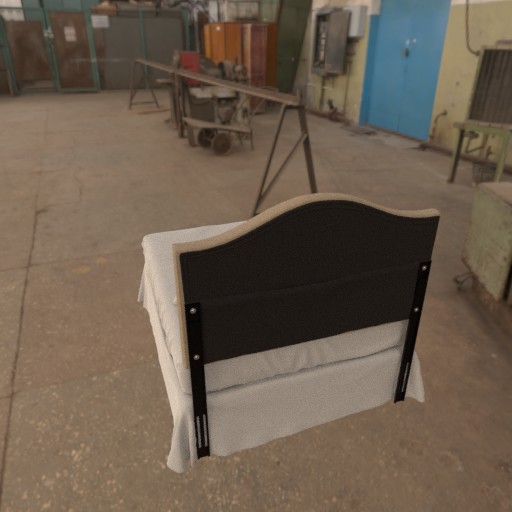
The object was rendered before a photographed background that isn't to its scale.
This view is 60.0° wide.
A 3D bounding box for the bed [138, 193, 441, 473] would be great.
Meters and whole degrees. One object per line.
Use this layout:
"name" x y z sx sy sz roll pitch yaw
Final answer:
"bed" 0.000 0.000 3.521 1.876 1.645 2.221 -9 28 -17
